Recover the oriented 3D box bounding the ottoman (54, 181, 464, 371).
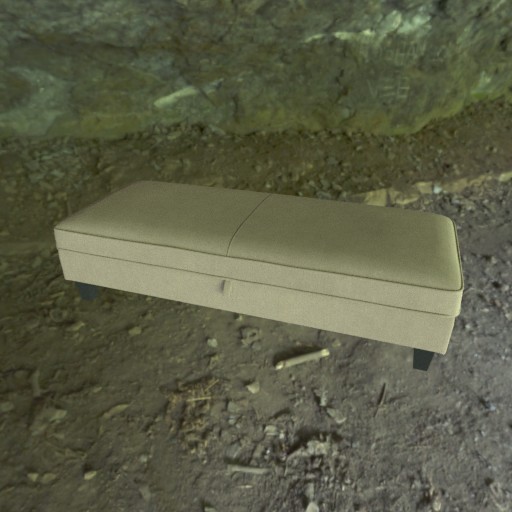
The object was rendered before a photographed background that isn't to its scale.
[{"bbox_3d":[0.000,0.000,2.082,1.726,0.460,0.735,9,29,17],"label":"ottoman"}]
